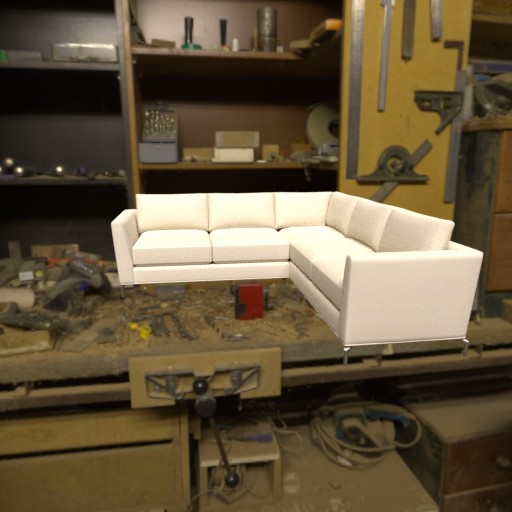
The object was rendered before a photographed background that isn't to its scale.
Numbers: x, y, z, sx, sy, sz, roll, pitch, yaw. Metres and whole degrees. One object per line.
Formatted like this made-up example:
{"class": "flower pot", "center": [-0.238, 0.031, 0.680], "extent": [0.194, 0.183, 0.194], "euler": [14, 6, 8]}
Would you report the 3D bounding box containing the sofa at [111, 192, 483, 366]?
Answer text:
{"class": "sofa", "center": [0.000, 0.000, 3.704], "extent": [2.430, 0.867, 2.448], "euler": [-2, 13, -8]}
